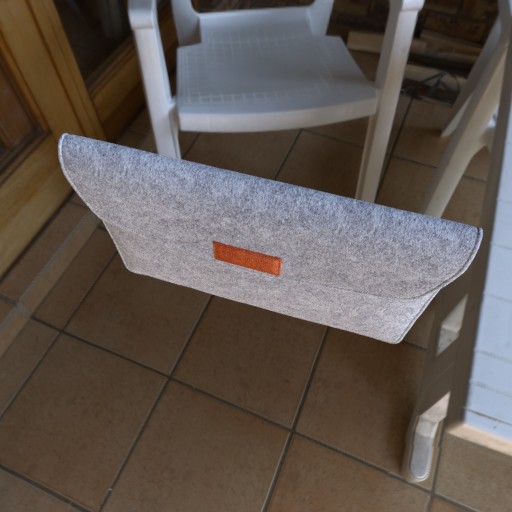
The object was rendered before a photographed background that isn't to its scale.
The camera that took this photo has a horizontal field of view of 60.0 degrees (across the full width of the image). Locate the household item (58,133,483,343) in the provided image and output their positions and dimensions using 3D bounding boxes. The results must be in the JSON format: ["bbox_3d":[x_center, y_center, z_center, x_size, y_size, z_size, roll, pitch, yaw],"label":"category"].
[{"bbox_3d":[0.000,0.000,0.432,0.335,0.221,0.057,14,59,9],"label":"household item"}]
